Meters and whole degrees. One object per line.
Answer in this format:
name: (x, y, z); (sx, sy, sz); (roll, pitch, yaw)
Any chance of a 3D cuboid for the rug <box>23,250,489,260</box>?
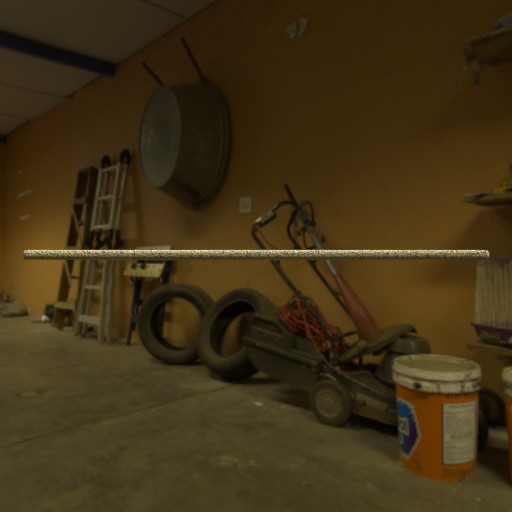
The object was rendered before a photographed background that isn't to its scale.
rug: (0.000, 0.000, 1.741); (1.524, 0.030, 0.609); (0, -1, 0)
